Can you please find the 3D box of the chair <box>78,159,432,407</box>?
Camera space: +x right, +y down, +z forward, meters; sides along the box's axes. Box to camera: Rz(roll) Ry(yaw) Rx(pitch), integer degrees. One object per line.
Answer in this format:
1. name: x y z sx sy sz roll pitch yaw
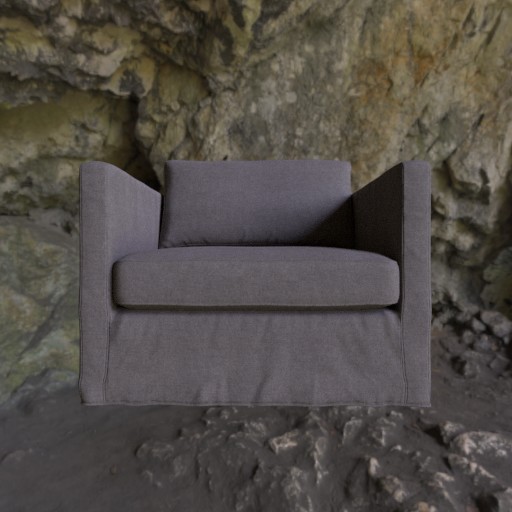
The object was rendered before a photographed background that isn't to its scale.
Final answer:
1. chair: 0.000 0.000 1.731 1.057 0.863 0.949 0 0 1
